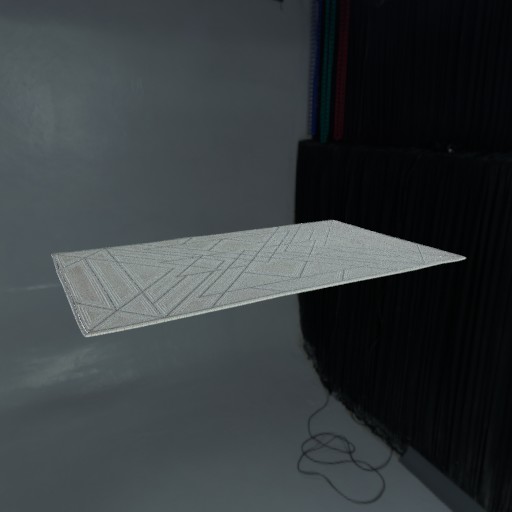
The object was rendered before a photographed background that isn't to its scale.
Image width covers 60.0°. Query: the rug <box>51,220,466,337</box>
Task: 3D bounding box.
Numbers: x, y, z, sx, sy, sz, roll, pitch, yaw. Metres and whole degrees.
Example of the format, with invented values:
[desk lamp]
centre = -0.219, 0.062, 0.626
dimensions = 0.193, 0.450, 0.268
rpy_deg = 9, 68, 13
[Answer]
[rug]
centre = 0.000, 0.000, 1.072
dimensions = 0.869, 0.008, 0.511
rpy_deg = -9, 18, -27
